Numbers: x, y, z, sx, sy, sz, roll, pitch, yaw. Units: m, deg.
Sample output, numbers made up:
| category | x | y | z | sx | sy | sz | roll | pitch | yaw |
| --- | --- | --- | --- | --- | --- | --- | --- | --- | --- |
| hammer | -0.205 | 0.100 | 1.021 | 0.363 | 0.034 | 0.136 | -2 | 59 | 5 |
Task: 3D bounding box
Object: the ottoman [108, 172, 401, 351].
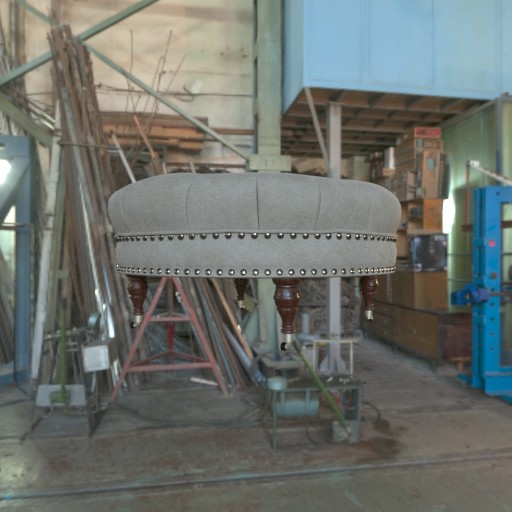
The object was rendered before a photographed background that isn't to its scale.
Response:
| category | x | y | z | sx | sy | sz | roll | pitch | yaw |
| --- | --- | --- | --- | --- | --- | --- | --- | --- | --- |
| ottoman | 0.000 | 0.000 | 1.415 | 0.901 | 0.439 | 0.901 | 0 | 0 | 0 |
